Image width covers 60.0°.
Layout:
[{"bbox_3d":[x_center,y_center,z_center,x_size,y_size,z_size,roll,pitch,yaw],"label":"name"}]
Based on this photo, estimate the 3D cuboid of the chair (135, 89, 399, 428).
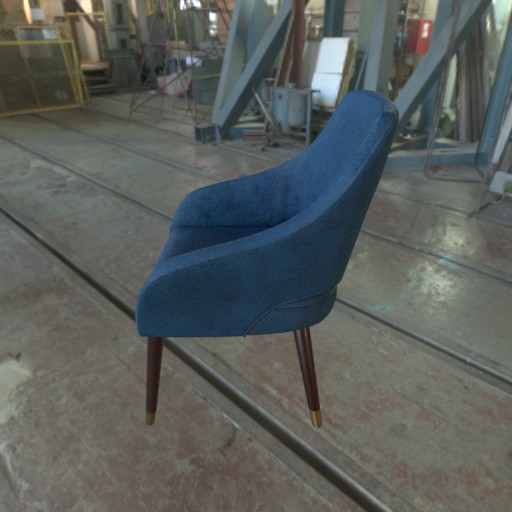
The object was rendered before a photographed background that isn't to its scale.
[{"bbox_3d":[0.000,0.000,1.575,0.794,1.081,0.683,0,28,0],"label":"chair"}]
